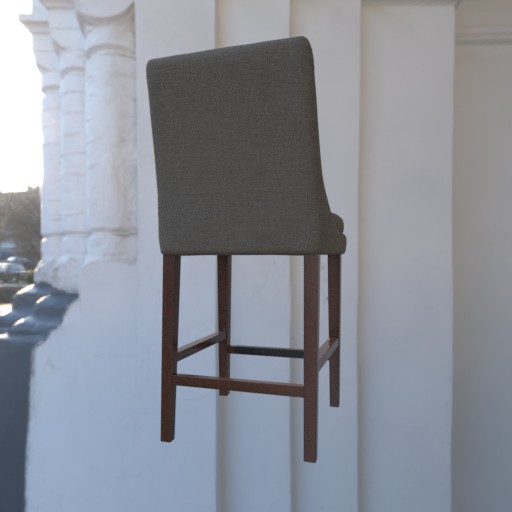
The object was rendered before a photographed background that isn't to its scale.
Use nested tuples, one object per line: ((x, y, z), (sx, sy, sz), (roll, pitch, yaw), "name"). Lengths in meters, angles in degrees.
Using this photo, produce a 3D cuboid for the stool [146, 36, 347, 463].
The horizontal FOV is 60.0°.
((0.000, 0.000, 1.286), (0.470, 0.981, 0.577), (0, 0, 18), "stool")
